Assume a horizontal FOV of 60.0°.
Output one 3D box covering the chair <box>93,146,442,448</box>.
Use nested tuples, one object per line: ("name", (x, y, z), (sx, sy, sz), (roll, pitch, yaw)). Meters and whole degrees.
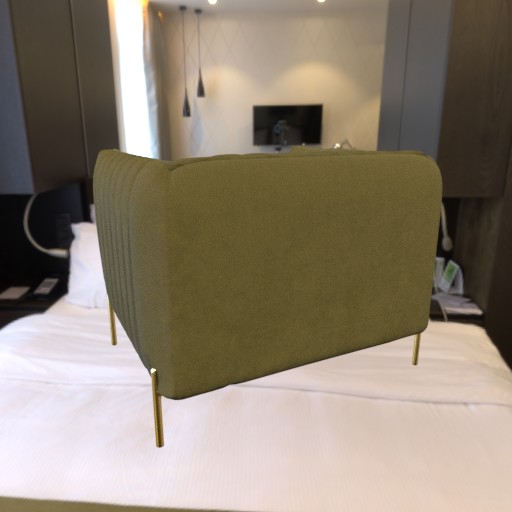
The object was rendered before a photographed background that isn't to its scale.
("chair", (0.000, 0.000, 1.665), (1.032, 0.794, 0.877), (-8, 18, -26))
